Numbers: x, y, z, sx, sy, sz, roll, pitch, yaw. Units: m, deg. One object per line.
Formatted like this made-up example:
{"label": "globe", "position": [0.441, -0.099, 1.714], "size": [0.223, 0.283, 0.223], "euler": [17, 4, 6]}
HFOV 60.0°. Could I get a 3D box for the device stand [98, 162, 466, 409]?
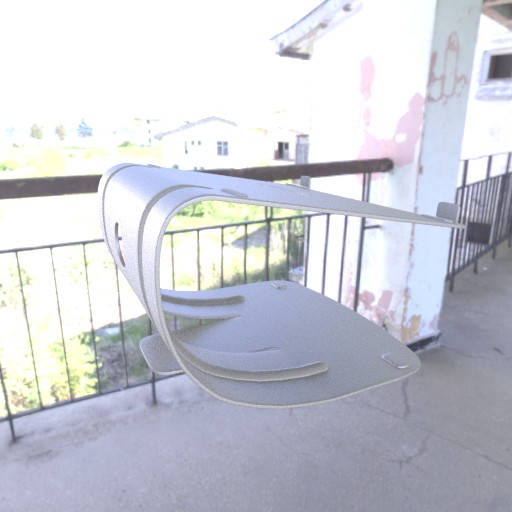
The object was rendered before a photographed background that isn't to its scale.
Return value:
{"label": "device stand", "position": [0.000, 0.000, 0.400], "size": [0.236, 0.155, 0.256], "euler": [-8, 18, -25]}
